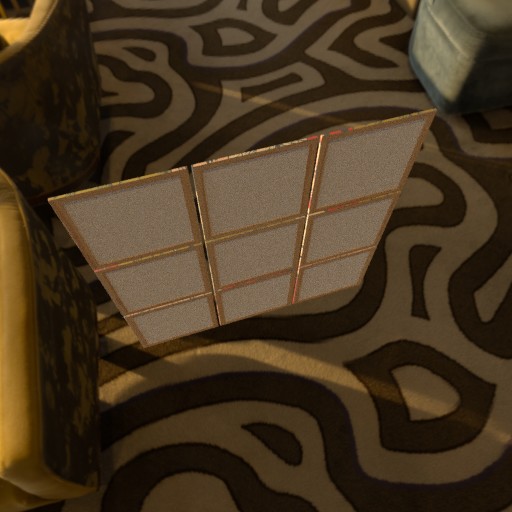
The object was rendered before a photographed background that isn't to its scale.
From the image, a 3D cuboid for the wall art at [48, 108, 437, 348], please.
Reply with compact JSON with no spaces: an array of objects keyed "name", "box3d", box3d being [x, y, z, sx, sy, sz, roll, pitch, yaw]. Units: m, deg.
[{"name":"wall art","box3d":[0.000,0.000,2.320,1.519,1.534,0.013,-15,60,-9]}]
